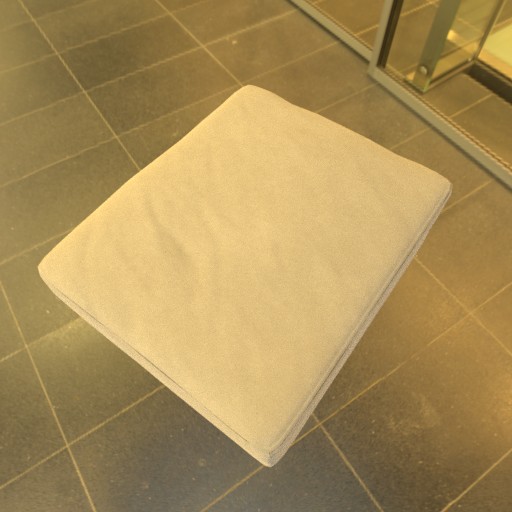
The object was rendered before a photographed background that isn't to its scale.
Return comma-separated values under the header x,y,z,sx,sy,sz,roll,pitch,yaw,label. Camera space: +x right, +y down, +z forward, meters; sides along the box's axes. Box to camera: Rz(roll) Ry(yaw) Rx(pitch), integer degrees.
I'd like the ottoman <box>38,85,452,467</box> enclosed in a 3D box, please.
x,y,z,sx,sy,sz,roll,pitch,yaw,label
0.000,0.000,1.459,0.836,0.492,1.002,32,64,18,ottoman
